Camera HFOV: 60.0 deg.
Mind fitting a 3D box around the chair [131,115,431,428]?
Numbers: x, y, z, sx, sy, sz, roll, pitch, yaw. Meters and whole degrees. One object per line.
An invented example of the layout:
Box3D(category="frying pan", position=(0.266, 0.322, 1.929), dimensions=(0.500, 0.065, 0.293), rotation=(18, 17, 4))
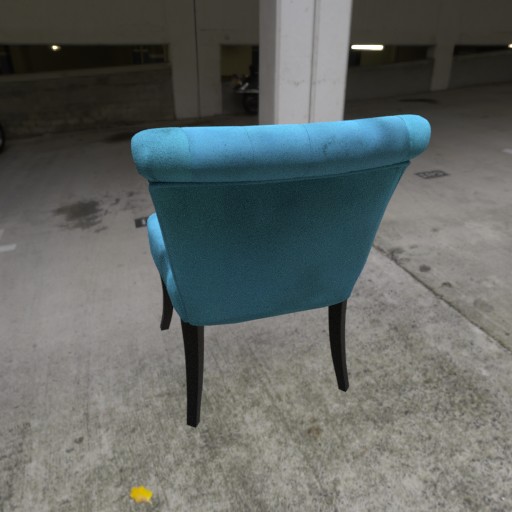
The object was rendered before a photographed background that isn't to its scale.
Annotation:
Box3D(category="chair", position=(0.000, 0.000, 1.160), dimensions=(0.582, 0.750, 0.605), rotation=(-8, 27, -16))
